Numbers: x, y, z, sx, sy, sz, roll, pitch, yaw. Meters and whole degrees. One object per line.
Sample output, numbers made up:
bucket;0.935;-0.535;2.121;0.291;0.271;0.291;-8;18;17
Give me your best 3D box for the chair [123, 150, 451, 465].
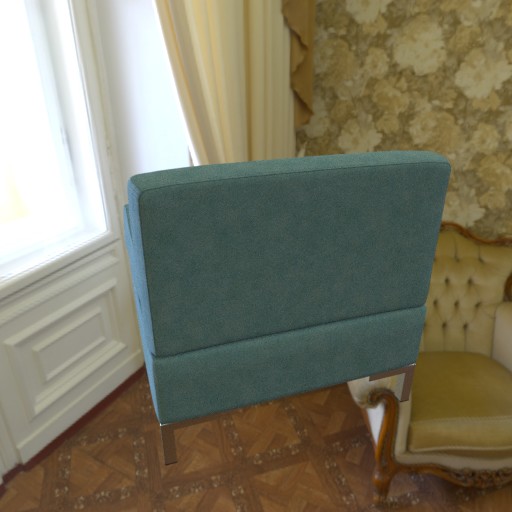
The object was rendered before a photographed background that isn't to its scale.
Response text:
chair;0.000;0.000;1.241;0.684;0.660;0.685;-8;26;-17
